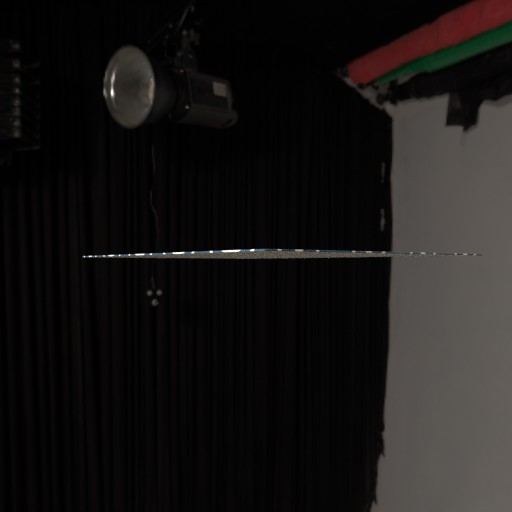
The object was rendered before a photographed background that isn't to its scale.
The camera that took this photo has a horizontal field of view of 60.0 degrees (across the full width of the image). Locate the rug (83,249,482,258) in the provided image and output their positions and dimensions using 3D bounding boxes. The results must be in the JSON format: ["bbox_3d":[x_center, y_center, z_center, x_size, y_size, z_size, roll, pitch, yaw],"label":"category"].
[{"bbox_3d":[0.000,0.000,4.470,2.438,0.010,3.353,1,-1,-37],"label":"rug"}]
